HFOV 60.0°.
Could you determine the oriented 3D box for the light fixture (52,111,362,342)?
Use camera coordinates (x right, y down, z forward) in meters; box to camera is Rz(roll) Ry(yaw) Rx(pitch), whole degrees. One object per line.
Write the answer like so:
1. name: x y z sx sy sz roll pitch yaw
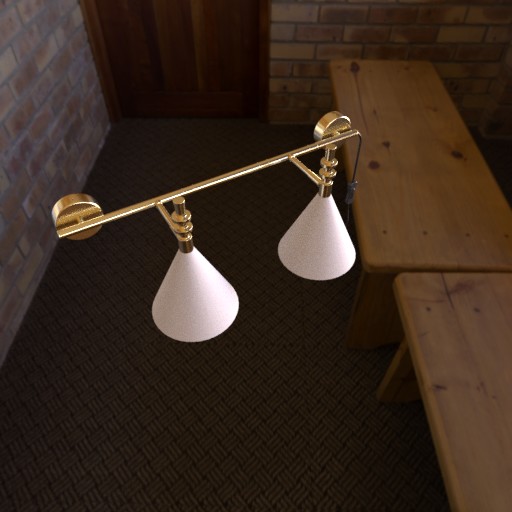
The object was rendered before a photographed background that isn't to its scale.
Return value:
1. light fixture: 0.000 0.000 0.882 0.642 0.468 0.239 -23 51 -21
